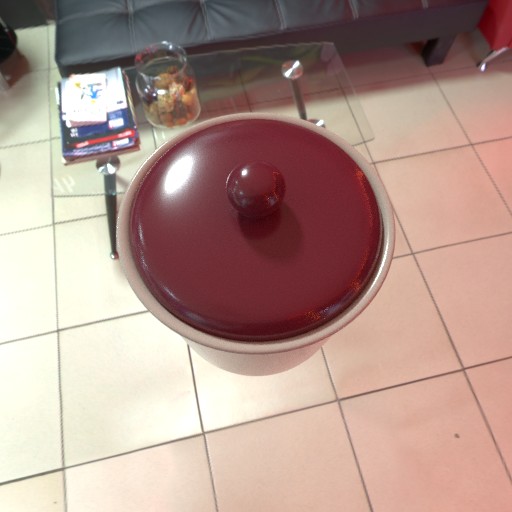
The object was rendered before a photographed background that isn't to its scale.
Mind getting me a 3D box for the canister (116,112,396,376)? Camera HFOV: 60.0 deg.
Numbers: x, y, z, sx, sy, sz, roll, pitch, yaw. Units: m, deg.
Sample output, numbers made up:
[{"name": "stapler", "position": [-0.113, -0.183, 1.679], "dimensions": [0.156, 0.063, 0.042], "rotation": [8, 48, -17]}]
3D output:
[{"name": "canister", "position": [0.000, 0.000, 0.343], "dimensions": [0.182, 0.208, 0.182], "rotation": [0, 64, 0]}]
